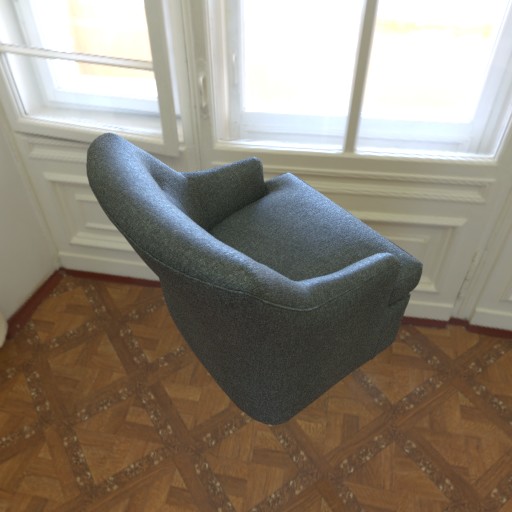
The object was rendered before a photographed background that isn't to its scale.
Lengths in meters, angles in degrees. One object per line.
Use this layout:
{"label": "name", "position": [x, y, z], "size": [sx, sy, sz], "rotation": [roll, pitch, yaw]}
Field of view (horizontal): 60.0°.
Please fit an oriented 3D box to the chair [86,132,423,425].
{"label": "chair", "position": [0.000, 0.000, 1.573], "size": [0.923, 0.856, 0.864], "rotation": [-25, 47, -25]}
